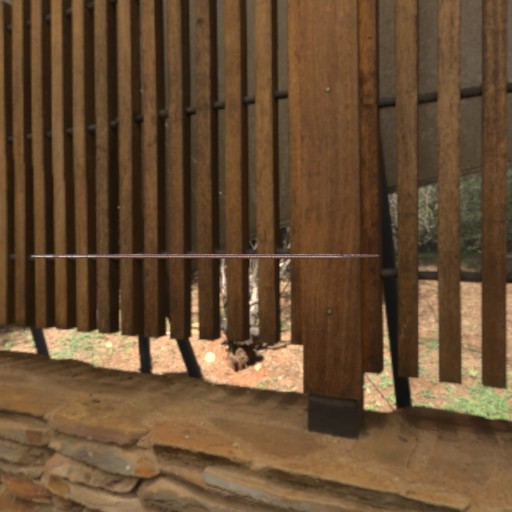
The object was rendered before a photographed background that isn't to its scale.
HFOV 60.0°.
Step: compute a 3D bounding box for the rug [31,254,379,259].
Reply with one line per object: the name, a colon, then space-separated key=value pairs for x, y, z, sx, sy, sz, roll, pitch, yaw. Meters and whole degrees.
rug: x=0.000 y=0.000 z=3.122 sx=1.539 sy=0.018 sz=2.449 roll=0 pitch=0 yaw=19
